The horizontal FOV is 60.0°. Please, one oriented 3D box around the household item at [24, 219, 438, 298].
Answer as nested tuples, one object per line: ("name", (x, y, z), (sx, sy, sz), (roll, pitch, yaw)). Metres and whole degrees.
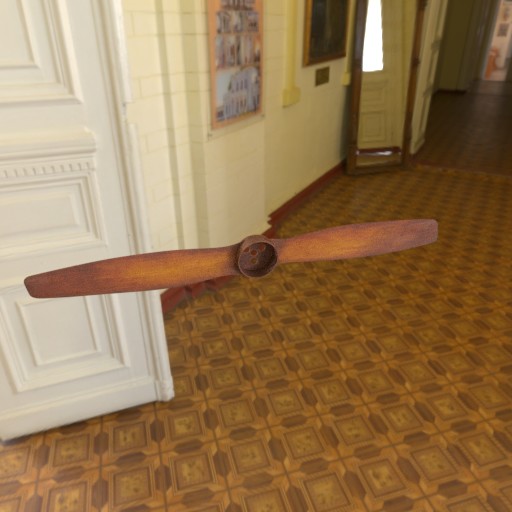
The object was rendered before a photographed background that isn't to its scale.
("household item", (0.000, 0.000, 1.239), (1.181, 0.121, 0.051), (-8, 29, -14))
